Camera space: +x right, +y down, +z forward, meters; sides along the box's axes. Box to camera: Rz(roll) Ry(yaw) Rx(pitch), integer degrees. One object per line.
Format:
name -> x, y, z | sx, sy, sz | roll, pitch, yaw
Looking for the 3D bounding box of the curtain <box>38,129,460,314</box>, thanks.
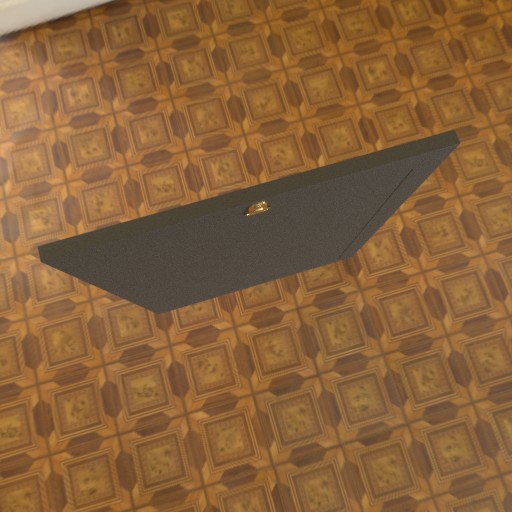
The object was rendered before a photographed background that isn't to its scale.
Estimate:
curtain -> 0.000, 0.000, 0.775 | 0.483, 0.585, 0.027 | -16, 78, -4
